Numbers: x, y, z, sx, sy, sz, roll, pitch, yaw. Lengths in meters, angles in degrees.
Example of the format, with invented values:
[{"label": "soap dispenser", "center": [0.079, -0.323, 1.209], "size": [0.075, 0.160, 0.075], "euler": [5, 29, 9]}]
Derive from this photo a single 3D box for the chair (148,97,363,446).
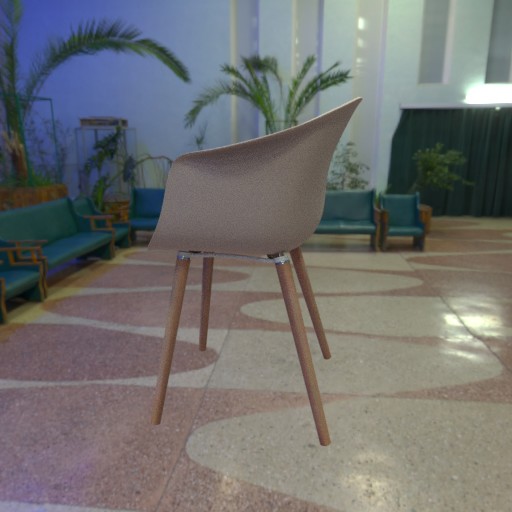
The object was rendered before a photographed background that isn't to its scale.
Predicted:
[{"label": "chair", "center": [0.000, 0.000, 1.173], "size": [0.504, 0.781, 0.593], "euler": [2, 14, 9]}]
